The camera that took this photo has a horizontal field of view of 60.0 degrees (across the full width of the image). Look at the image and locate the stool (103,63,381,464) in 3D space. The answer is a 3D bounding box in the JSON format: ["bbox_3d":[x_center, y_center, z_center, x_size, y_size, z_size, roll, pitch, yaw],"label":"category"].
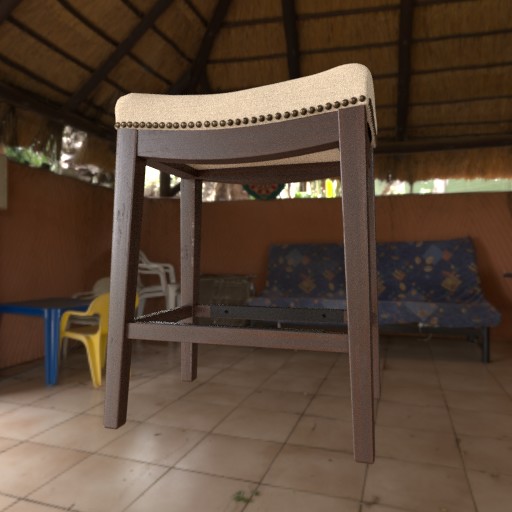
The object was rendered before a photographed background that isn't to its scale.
[{"bbox_3d":[0.000,0.000,0.956,0.509,0.669,0.363,0,0,17],"label":"stool"}]
